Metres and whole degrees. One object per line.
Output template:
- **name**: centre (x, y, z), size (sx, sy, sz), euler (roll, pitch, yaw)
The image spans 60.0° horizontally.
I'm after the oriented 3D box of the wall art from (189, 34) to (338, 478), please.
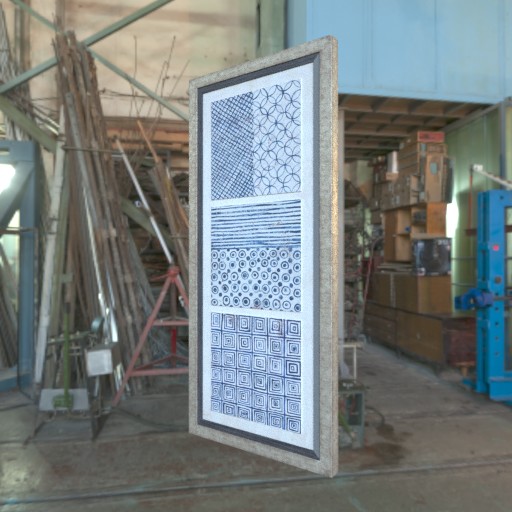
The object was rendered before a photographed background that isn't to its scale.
- **wall art**: centre (0.000, 0.000, 1.667), size (0.648, 1.461, 0.051), euler (0, 0, 36)
